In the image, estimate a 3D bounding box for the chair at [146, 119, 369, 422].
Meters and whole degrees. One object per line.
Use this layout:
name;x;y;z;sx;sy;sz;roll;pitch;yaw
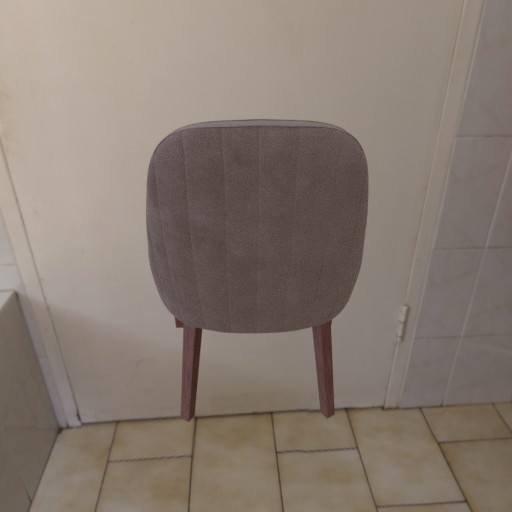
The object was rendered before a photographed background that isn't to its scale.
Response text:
chair;0.000;0.000;1.292;0.643;0.889;0.575;-1;29;-2
